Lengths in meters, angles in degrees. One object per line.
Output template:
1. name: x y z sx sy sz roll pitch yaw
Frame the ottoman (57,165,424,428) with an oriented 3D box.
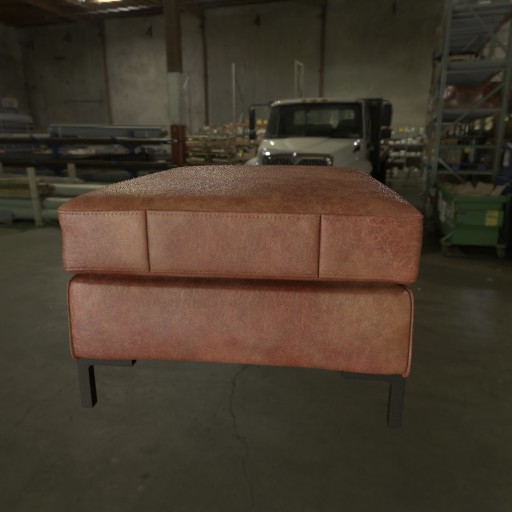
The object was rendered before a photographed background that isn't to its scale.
1. ottoman: 0.000 0.000 1.742 0.965 0.667 1.186 2 15 6
